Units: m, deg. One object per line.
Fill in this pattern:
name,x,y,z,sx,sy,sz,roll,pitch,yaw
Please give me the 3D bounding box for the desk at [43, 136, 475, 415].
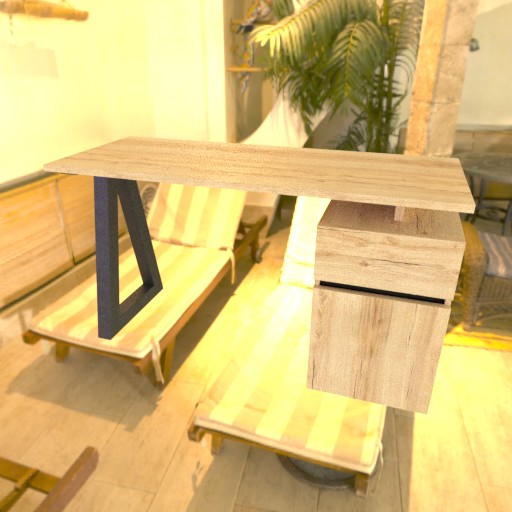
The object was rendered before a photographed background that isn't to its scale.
desk,0.000,0.000,1.768,1.400,0.760,0.550,8,27,16
